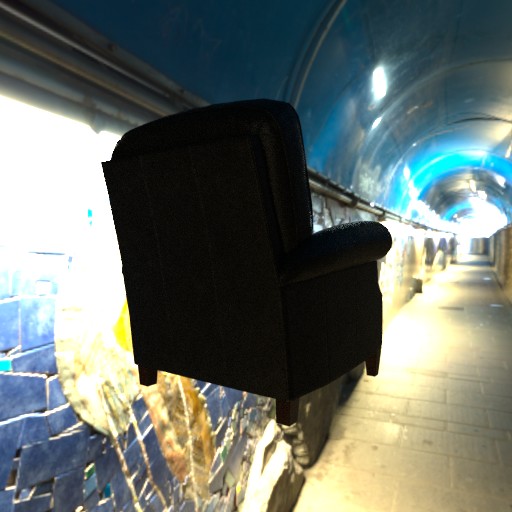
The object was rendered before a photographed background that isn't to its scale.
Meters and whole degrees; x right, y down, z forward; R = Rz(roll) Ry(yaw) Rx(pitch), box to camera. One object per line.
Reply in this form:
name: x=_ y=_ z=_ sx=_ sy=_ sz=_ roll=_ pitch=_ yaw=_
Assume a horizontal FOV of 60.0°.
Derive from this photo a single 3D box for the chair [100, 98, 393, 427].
chair: x=0.000 y=0.000 z=1.789 sx=0.936 sy=1.018 sz=0.986 roll=1 pitch=2 yaw=36
